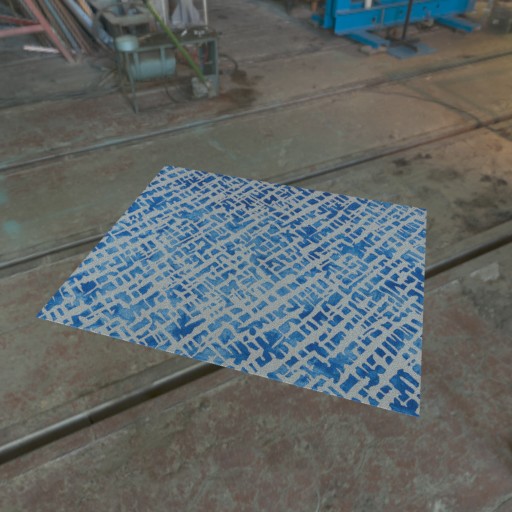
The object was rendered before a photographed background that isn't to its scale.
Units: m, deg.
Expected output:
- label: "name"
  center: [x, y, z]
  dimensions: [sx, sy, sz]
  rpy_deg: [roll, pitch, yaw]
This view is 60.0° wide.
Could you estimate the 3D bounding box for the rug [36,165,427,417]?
- label: "rug"
  center: [0.000, 0.000, 4.119]
  dimensions: [3.007, 0.007, 2.435]
  rpy_deg: [12, 44, 13]
